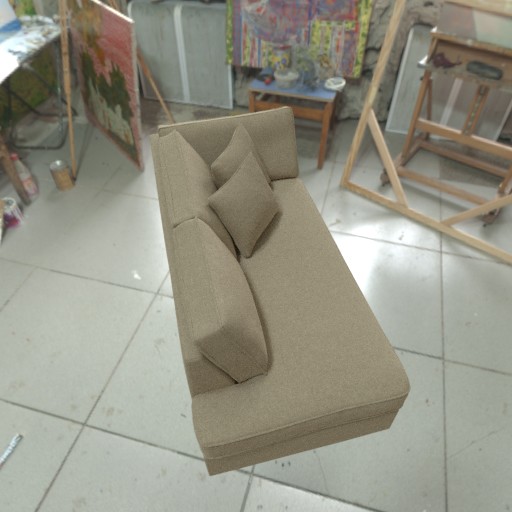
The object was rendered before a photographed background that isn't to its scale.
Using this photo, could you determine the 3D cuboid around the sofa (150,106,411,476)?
[{"bbox_3d":[0.000,0.000,2.849,1.110,1.033,2.237,-10,47,-10],"label":"sofa"}]
